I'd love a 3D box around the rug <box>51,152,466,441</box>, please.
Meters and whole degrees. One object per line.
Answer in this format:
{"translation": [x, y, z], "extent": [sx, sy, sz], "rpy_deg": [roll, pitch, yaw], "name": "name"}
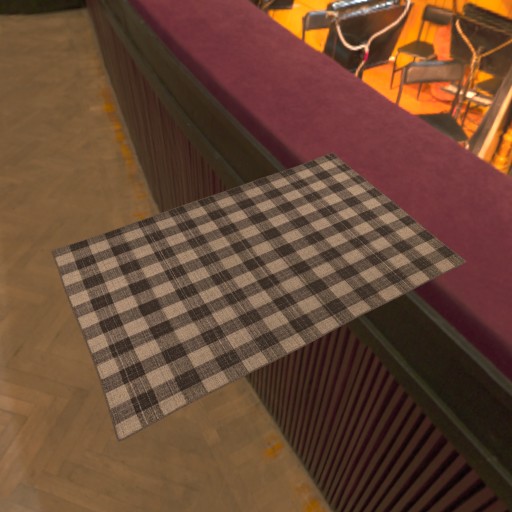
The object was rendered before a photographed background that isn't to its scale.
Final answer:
{"translation": [0.000, 0.000, 3.102], "extent": [2.476, 0.011, 1.554], "rpy_deg": [-23, 50, -20], "name": "rug"}
